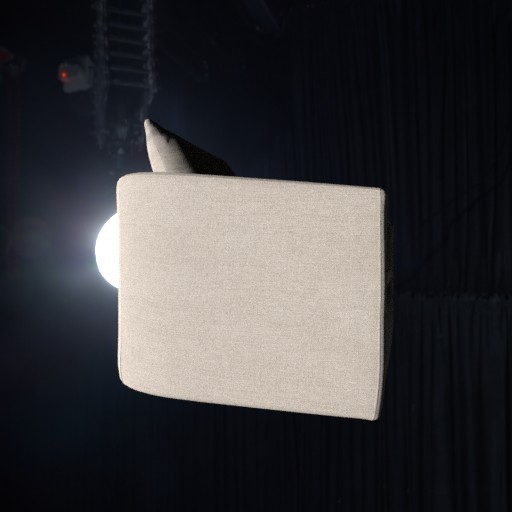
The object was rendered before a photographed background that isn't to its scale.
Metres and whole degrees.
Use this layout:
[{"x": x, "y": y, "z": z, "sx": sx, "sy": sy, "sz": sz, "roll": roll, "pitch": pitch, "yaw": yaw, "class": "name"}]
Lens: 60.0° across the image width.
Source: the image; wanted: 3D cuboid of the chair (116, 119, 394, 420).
[{"x": 0.000, "y": 0.000, "z": 1.553, "sx": 0.910, "sy": 0.848, "sz": 0.845, "roll": 0, "pitch": -1, "yaw": 18, "class": "chair"}]
